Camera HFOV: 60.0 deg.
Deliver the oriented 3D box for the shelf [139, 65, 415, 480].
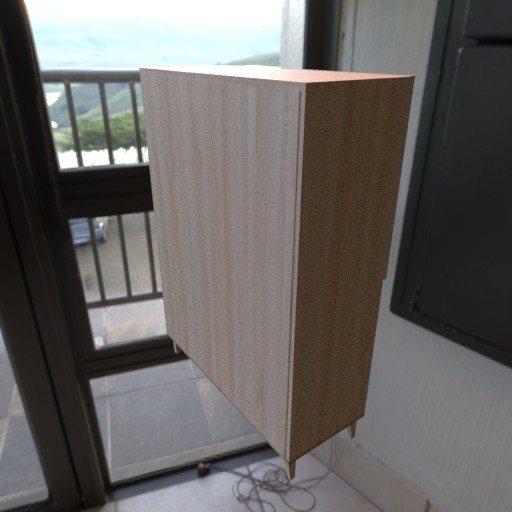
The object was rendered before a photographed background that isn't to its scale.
[{"bbox_3d":[0.000,0.000,1.820,0.434,1.405,0.995,-17,30,-32],"label":"shelf"}]
